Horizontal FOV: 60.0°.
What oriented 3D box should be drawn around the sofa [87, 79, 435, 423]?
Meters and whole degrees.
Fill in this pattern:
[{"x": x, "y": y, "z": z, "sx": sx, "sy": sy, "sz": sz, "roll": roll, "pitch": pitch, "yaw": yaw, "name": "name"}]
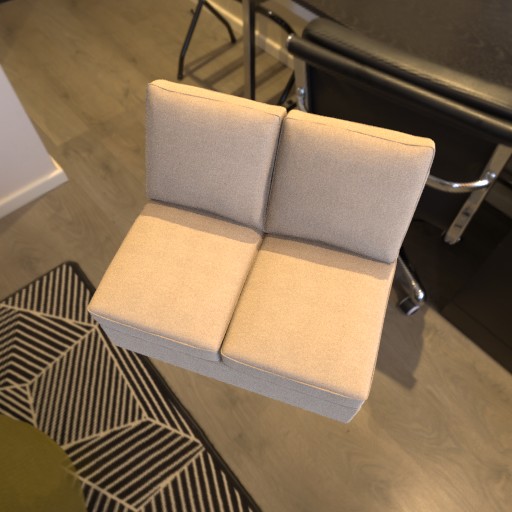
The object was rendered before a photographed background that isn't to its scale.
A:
[{"x": 0.000, "y": 0.000, "z": 1.991, "sx": 1.232, "sy": 1.006, "sz": 0.978, "roll": 16, "pitch": 60, "yaw": 10, "name": "sofa"}]
